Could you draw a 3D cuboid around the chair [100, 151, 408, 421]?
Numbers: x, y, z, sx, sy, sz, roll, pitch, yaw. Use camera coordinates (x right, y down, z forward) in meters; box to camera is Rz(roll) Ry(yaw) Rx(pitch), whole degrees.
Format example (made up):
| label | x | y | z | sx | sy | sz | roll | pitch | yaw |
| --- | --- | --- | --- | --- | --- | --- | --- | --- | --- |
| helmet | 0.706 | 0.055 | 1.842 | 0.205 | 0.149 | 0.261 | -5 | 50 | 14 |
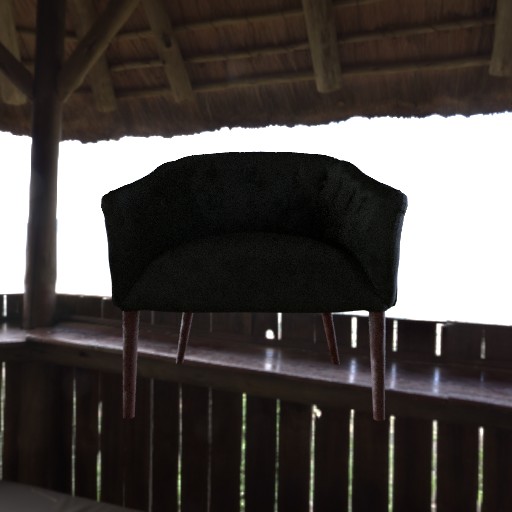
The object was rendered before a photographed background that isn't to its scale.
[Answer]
| label | x | y | z | sx | sy | sz | roll | pitch | yaw |
| --- | --- | --- | --- | --- | --- | --- | --- | --- | --- |
| chair | 0.000 | 0.000 | 1.554 | 0.851 | 0.885 | 0.776 | 0 | 1 | 1 |
